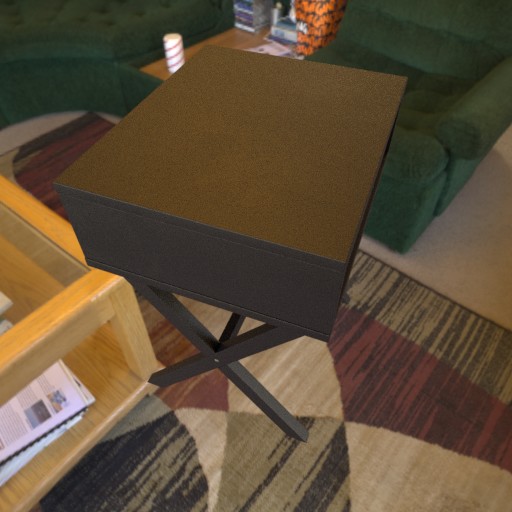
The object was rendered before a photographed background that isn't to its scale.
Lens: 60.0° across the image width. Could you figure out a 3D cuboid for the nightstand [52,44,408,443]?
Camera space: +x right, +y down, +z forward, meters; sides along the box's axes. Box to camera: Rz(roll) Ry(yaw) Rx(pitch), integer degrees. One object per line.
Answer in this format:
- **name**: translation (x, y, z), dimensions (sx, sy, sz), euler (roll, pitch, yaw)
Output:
- **nightstand**: translation (0.000, 0.000, 0.924), dimensions (0.402, 0.623, 0.479), euler (16, 49, 14)
